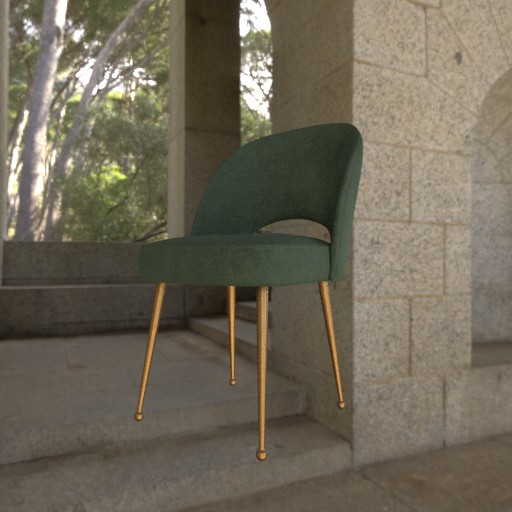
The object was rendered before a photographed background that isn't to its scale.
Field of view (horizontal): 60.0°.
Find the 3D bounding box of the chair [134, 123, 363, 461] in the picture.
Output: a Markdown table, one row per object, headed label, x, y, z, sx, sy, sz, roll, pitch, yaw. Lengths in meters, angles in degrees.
| label | x | y | z | sx | sy | sz | roll | pitch | yaw |
| --- | --- | --- | --- | --- | --- | --- | --- | --- | --- |
| chair | 0.000 | 0.000 | 1.247 | 0.527 | 0.860 | 0.577 | 0 | 0 | 36 |
